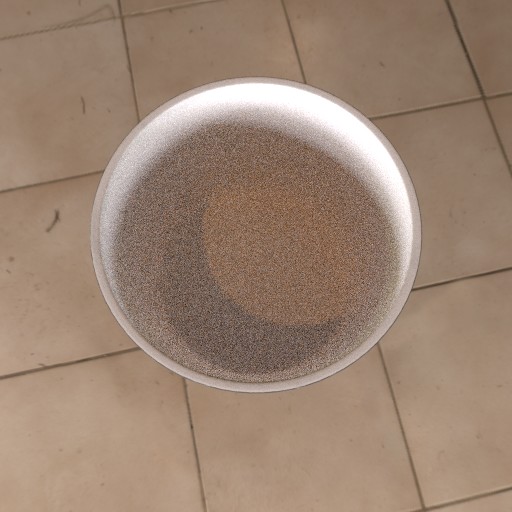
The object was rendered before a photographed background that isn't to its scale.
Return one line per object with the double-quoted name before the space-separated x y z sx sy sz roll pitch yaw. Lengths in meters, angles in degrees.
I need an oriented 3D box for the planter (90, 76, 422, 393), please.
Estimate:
"planter" 0.000 0.000 0.314 0.178 0.157 0.178 0 76 0
